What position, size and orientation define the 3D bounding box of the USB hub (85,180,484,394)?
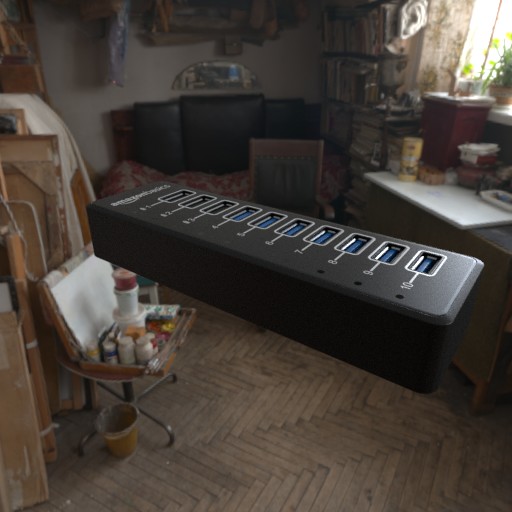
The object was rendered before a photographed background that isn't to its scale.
[{"bbox_3d":[0.000,0.000,0.164,0.145,0.023,0.044,18,32,32],"label":"USB hub"}]
